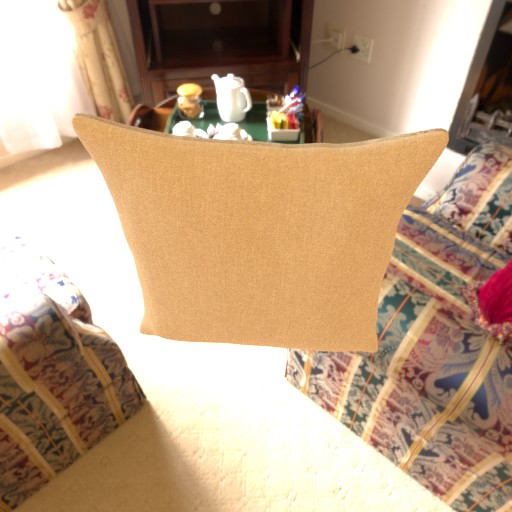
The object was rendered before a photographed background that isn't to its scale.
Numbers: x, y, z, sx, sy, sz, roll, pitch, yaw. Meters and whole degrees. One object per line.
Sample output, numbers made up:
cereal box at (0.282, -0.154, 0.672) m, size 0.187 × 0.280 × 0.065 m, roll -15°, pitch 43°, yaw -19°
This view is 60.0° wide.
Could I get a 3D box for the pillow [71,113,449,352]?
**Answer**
pillow at (0.000, 0.000, 0.659) m, size 0.436 × 0.432 × 0.138 m, roll 4°, pitch 45°, yaw 4°
